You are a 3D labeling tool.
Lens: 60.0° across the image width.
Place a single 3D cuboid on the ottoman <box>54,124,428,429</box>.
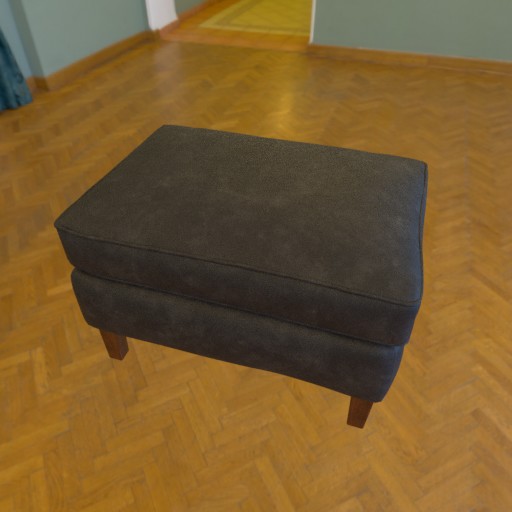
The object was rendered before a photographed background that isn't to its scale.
[{"bbox_3d":[0.000,0.000,0.994,0.665,0.413,0.501,12,42,13],"label":"ottoman"}]
